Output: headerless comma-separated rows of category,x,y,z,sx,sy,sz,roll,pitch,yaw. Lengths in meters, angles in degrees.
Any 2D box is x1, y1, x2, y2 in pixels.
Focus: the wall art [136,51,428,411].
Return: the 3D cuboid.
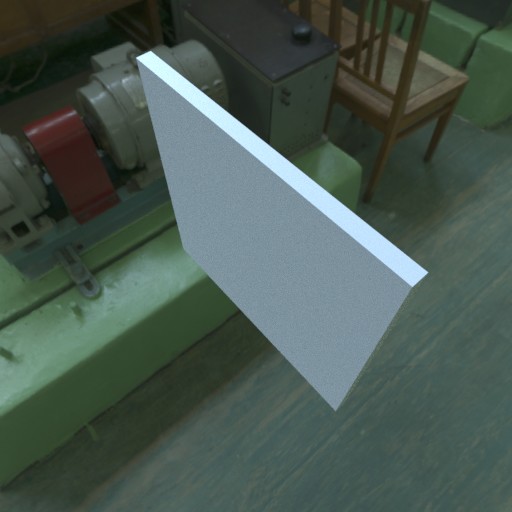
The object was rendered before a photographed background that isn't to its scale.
wall art,0.000,0.000,0.843,0.028,0.559,0.559,-36,64,-21
